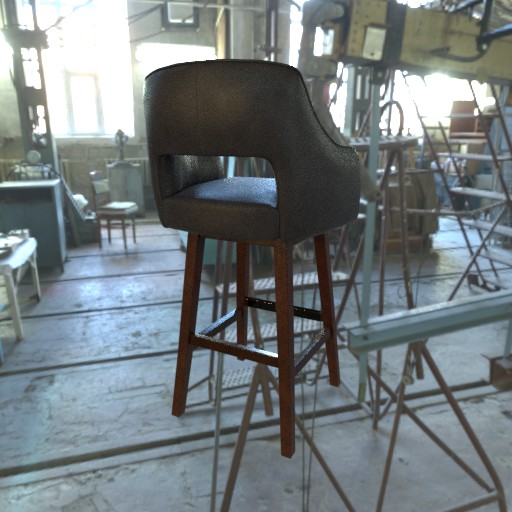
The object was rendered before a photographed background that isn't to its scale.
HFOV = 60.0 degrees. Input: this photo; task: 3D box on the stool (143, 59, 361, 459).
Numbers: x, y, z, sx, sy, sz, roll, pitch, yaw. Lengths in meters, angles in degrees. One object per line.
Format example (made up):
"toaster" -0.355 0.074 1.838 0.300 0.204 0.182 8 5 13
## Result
"stool" 0.000 0.000 1.358 0.550 1.041 0.560 8 18 27
